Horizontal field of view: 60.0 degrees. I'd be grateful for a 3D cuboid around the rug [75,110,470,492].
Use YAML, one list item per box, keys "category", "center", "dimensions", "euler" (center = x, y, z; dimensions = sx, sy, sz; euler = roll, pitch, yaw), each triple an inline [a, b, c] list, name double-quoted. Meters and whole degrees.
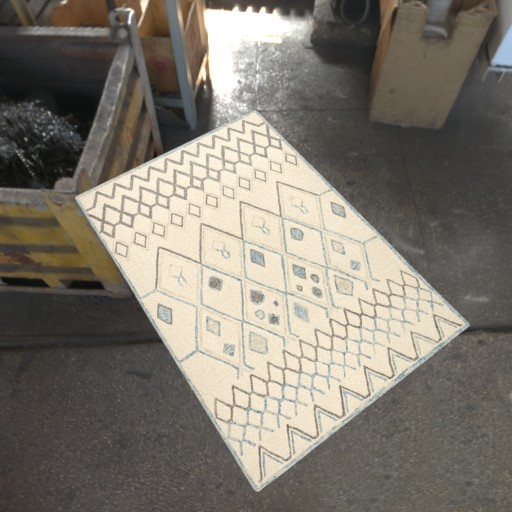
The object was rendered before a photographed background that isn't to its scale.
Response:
- category: "rug"
  center: [0.000, 0.000, 2.337]
  dimensions: [1.260, 0.009, 1.820]
  euler: [-31, 64, -17]
